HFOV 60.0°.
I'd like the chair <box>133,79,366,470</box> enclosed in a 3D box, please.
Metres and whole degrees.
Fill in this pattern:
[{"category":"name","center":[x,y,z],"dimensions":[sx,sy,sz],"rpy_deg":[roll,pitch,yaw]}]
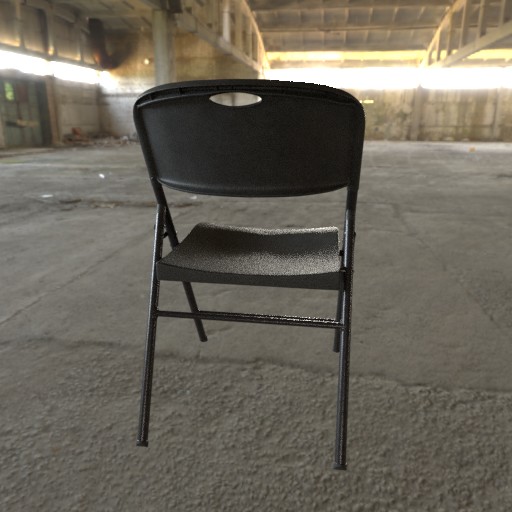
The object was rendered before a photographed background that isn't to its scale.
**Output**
[{"category":"chair","center":[0.000,0.000,1.148],"dimensions":[0.494,0.810,0.567],"rpy_deg":[3,17,9]}]
